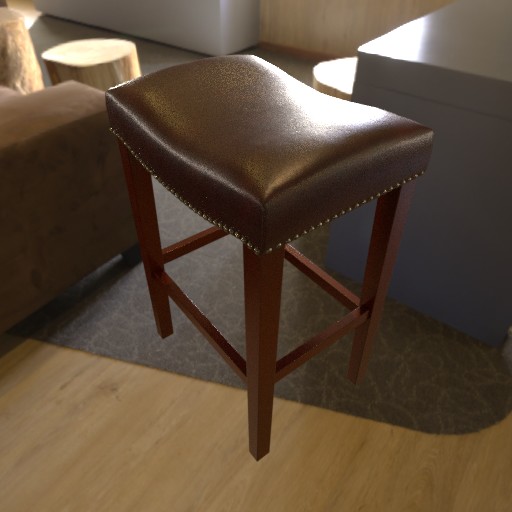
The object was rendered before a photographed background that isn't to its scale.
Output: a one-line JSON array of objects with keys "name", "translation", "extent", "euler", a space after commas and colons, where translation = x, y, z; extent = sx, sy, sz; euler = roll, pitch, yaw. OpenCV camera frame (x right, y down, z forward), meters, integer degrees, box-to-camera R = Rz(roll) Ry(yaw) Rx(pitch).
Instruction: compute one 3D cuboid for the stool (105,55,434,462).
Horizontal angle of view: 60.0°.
[{"name": "stool", "translation": [0.000, 0.000, 1.007], "extent": [0.372, 0.742, 0.504], "euler": [-27, 48, -28]}]
